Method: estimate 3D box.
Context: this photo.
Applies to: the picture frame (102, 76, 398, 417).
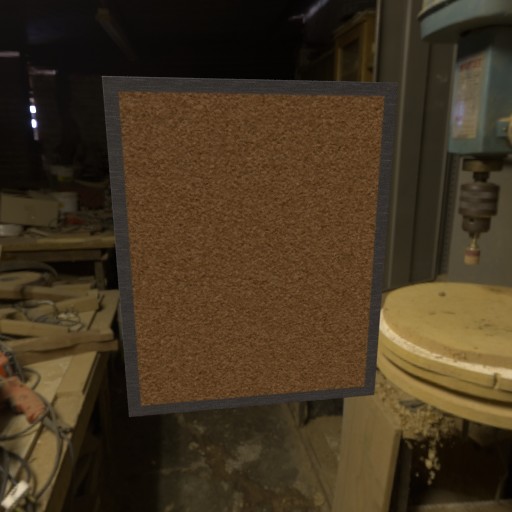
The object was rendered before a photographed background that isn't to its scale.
[{"bbox_3d":[0.000,0.000,0.755,0.454,0.559,0.029,-2,14,-9],"label":"picture frame"}]
